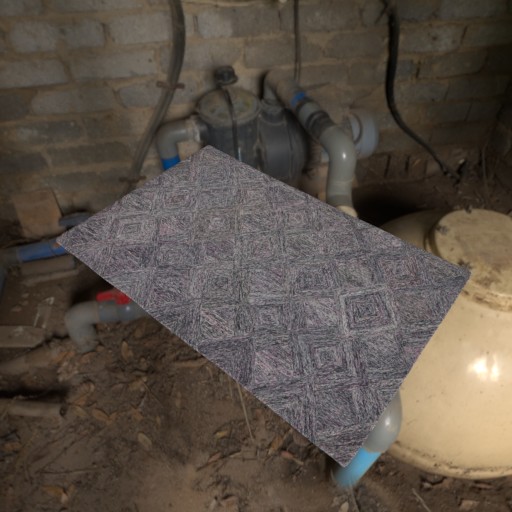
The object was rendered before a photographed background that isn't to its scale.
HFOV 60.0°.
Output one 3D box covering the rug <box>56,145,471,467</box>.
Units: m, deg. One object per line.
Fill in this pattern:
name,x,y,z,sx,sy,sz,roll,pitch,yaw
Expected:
rug,0.000,0.000,2.201,1.752,0.013,1.158,31,54,26
